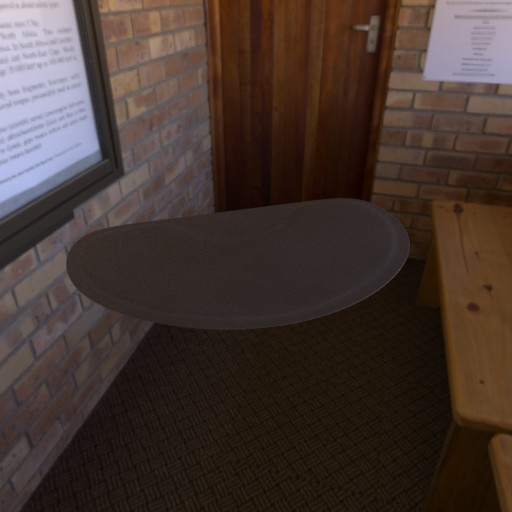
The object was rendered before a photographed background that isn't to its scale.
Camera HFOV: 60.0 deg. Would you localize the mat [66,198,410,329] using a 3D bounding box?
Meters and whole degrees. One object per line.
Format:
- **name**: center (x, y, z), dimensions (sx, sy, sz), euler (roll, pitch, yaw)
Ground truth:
- **mat**: center (0.000, 0.000, 1.866), dimensions (1.524, 0.013, 0.913), euler (-9, 32, -14)
